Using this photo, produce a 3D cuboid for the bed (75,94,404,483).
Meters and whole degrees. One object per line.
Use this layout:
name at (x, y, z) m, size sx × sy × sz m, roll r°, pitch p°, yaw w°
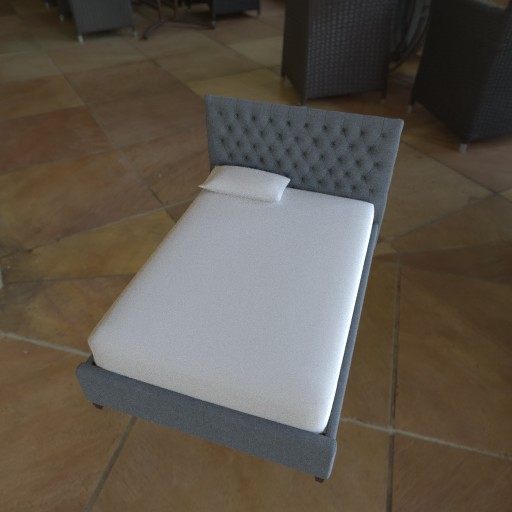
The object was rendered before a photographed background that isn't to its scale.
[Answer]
bed at (0.000, 0.000, 3.299) m, size 1.698 × 1.411 × 2.335 m, roll 12°, pitch 42°, yaw 14°
